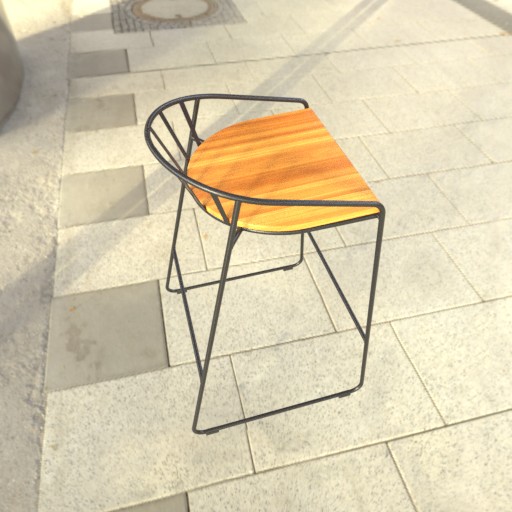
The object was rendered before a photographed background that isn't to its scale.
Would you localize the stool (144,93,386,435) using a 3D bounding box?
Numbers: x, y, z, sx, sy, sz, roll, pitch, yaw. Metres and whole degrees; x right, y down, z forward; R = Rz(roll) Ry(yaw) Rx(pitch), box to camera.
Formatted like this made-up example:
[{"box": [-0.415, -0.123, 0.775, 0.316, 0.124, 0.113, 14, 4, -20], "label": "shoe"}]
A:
[{"box": [0.000, 0.000, 1.192, 0.521, 0.812, 0.546, -12, 48, -11], "label": "stool"}]
